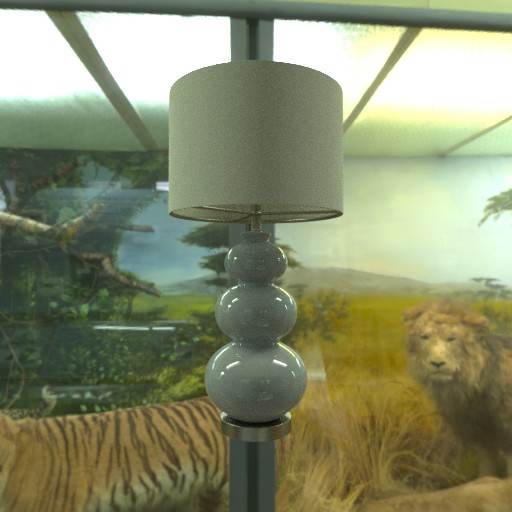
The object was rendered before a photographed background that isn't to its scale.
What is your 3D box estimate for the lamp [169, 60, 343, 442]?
[{"bbox_3d":[0.000,0.000,0.947,0.367,0.730,0.367,1,-1,-35],"label":"lamp"}]
